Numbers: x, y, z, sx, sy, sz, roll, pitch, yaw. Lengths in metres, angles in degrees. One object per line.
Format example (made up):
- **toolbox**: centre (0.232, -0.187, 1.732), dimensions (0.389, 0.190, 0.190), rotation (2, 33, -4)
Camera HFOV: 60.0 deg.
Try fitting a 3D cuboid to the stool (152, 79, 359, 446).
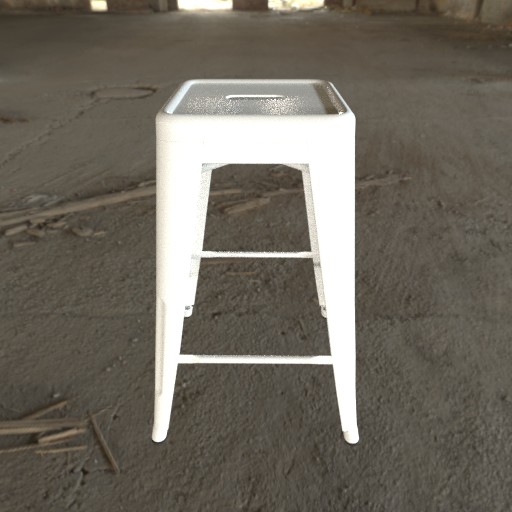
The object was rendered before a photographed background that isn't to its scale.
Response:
- **stool**: centre (0.000, 0.000, 0.870), dimensions (0.406, 0.610, 0.406), rotation (0, 32, 0)
